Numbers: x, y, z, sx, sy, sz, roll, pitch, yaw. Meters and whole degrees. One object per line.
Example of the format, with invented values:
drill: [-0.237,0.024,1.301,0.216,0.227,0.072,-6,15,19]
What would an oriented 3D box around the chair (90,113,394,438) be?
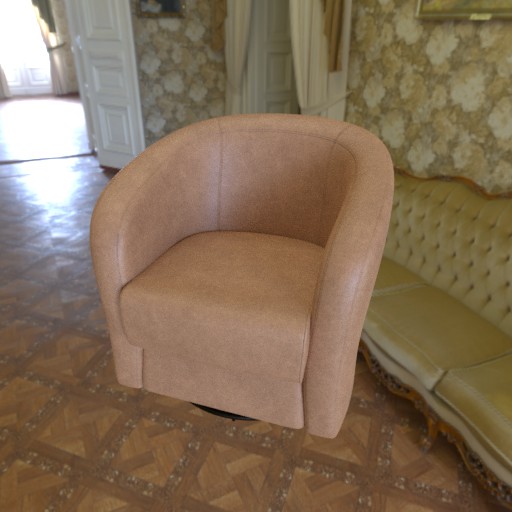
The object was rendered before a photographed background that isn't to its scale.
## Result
chair: [0.000,0.000,1.430,0.791,0.771,0.815,9,28,16]
